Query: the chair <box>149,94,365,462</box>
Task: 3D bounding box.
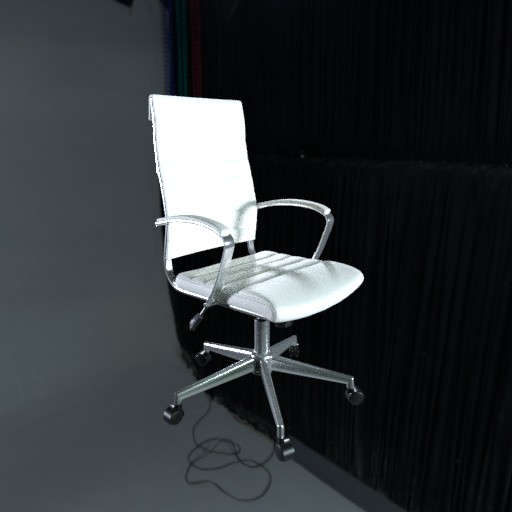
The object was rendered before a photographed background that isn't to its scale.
[{"bbox_3d":[0.000,0.000,1.657,0.739,1.149,0.766,14,21,42],"label":"chair"}]
